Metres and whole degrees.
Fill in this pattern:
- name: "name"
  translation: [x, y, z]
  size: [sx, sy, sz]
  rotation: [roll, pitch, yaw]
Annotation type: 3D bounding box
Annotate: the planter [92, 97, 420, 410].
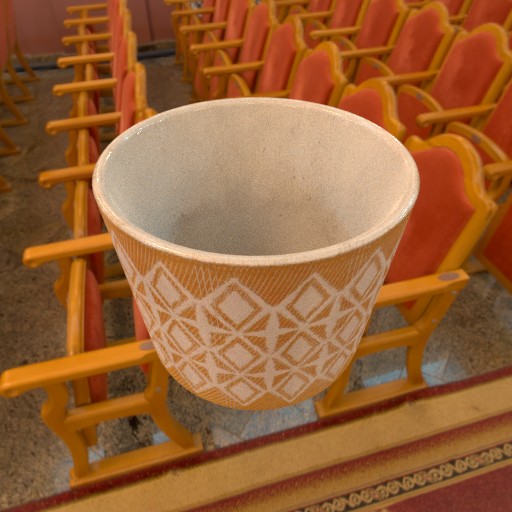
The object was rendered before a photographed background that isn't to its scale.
- name: "planter"
  translation: [0.000, 0.000, 0.211]
  size: [0.126, 0.104, 0.126]
  rotation: [0, 41, 0]
